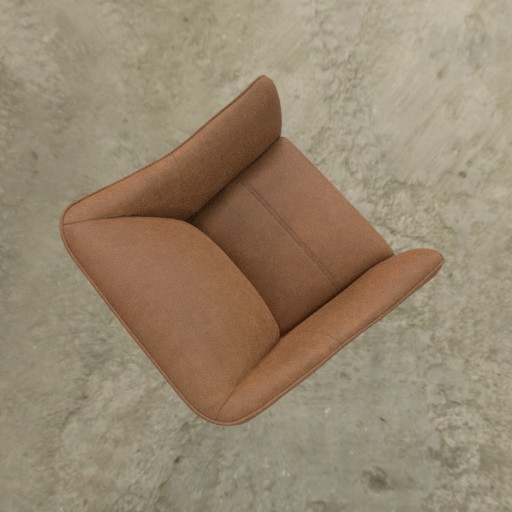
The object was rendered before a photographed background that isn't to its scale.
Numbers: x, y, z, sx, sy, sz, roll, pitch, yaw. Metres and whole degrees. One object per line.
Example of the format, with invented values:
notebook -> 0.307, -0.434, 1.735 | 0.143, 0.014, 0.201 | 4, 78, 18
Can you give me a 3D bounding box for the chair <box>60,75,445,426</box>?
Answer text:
chair -> 0.000, 0.000, 1.541 | 0.852, 0.830, 0.871 | -40, 80, -9
